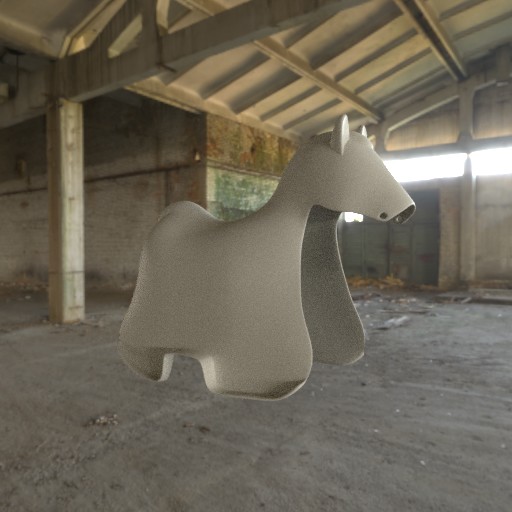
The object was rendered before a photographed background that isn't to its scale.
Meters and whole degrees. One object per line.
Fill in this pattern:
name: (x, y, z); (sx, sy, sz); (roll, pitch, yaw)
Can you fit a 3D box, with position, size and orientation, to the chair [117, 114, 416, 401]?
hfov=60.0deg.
chair: (0.000, 0.000, 1.149); (0.800, 0.612, 0.429); (1, 1, 36)
